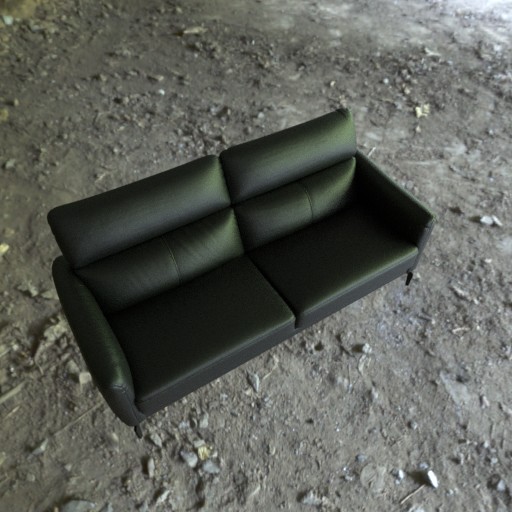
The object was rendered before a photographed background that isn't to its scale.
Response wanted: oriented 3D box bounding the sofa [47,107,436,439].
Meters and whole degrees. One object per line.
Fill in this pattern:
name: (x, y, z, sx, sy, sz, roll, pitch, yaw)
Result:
sofa: (0.000, 0.000, 2.522, 2.069, 0.957, 0.856, -25, 52, -21)
